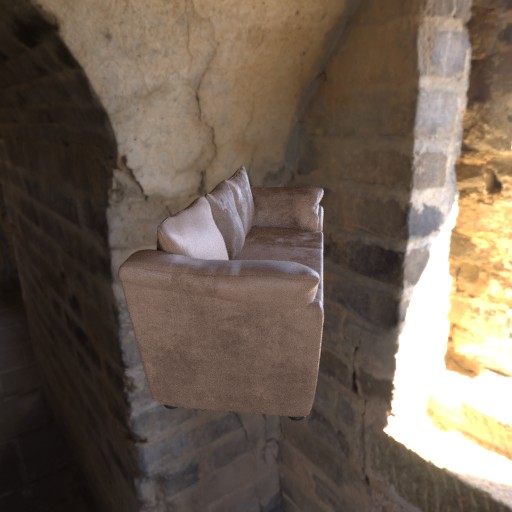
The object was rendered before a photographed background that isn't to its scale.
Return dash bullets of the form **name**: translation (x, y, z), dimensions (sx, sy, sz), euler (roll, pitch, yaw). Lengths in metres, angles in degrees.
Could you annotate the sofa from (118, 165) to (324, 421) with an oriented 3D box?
- **sofa**: translation (0.000, 0.000, 2.942), dimensions (0.893, 0.981, 2.377), euler (2, 17, 8)
